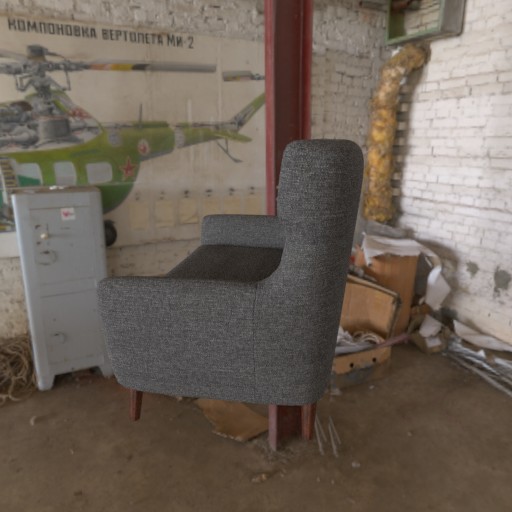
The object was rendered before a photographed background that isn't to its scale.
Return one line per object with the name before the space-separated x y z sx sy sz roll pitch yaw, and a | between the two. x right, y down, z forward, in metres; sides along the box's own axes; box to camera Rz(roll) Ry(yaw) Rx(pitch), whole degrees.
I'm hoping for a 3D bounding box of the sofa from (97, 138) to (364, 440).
sofa | 0.000 0.000 2.012 0.874 1.028 1.358 2 15 9
